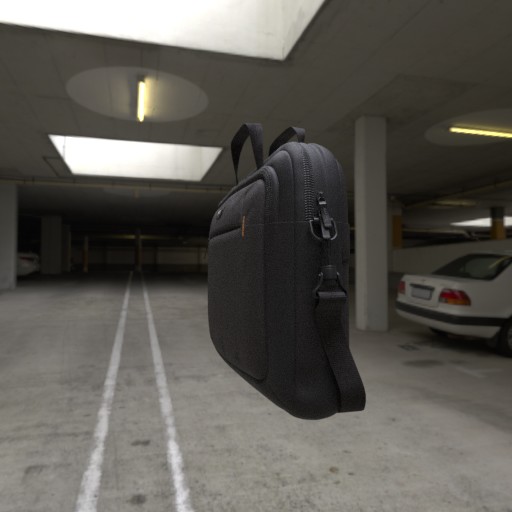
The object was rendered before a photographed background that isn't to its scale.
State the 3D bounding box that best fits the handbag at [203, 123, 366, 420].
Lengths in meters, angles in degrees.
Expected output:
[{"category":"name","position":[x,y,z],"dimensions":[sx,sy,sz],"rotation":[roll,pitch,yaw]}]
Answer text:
[{"category":"handbag","position":[0.000,0.000,0.443],"dimensions":[0.089,0.244,0.320],"rotation":[1,-2,-15]}]
